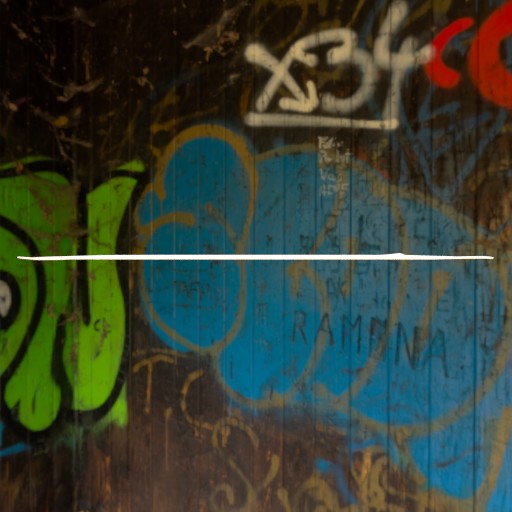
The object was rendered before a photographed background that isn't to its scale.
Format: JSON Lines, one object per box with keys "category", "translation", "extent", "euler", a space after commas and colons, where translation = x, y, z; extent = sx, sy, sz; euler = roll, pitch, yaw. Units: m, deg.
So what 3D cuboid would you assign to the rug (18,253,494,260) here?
{"category": "rug", "translation": [0.000, 0.000, 2.404], "extent": [1.947, 0.023, 1.214], "euler": [0, 1, 1]}
